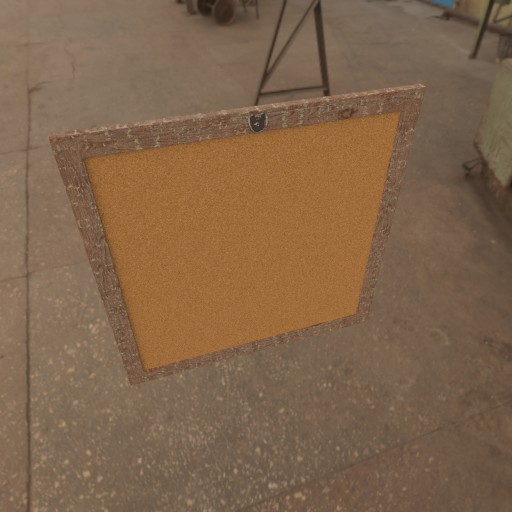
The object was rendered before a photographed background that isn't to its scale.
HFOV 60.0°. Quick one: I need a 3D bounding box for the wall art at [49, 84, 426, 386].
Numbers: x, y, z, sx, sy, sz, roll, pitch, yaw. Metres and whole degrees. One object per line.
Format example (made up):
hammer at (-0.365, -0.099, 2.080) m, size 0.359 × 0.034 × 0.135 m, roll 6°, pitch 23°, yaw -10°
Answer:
wall art at (0.000, 0.000, 0.561) m, size 0.384 × 0.384 × 0.012 m, roll -12°, pitch 43°, yaw -14°
